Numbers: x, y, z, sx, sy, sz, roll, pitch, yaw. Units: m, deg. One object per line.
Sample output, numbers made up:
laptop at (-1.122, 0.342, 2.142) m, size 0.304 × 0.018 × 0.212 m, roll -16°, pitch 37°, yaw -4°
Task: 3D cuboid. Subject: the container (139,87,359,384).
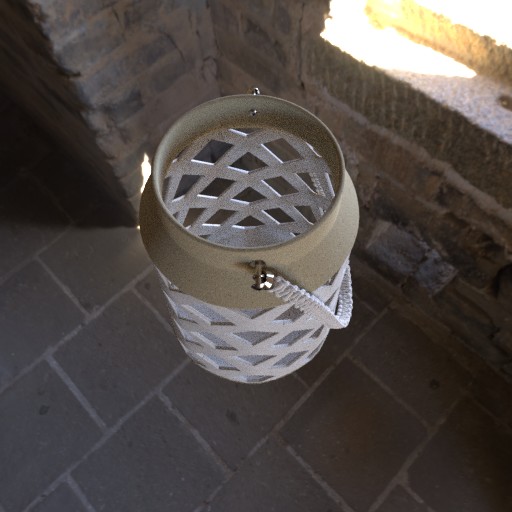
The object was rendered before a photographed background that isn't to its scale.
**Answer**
container at (0.000, 0.000, 0.402) m, size 0.198 × 0.264 × 0.188 m, roll -1°, pitch 64°, yaw -1°
